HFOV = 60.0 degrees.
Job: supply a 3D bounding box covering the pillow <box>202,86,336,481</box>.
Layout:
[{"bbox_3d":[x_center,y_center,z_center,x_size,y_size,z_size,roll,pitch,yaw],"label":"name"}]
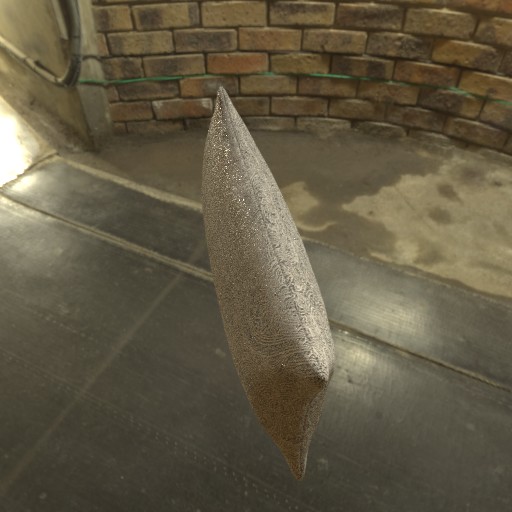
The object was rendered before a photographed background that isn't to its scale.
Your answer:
[{"bbox_3d":[0.000,0.000,0.728,0.151,0.295,0.615,-9,47,-8],"label":"pillow"}]
